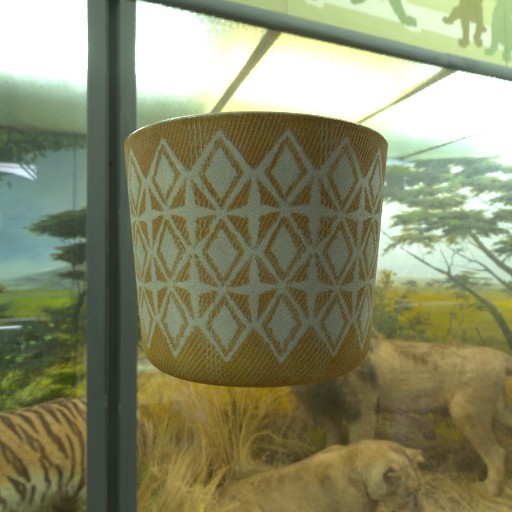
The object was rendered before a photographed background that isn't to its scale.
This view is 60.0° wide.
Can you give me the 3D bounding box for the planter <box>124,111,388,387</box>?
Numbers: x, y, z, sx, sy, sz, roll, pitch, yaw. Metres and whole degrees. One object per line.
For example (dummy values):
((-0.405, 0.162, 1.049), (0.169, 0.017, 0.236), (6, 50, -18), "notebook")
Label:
((0.000, 0.000, 0.222), (0.126, 0.104, 0.126), (0, 0, 0), "planter")
